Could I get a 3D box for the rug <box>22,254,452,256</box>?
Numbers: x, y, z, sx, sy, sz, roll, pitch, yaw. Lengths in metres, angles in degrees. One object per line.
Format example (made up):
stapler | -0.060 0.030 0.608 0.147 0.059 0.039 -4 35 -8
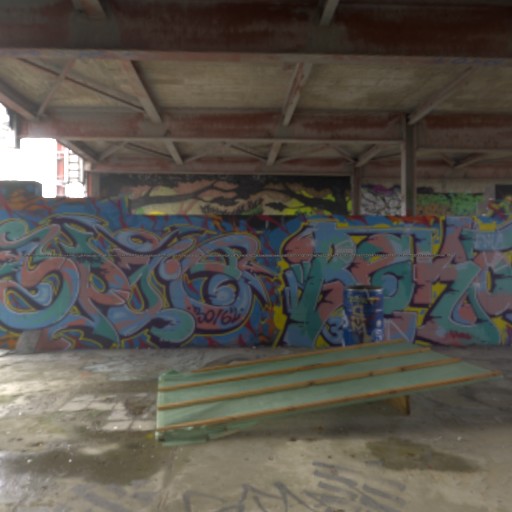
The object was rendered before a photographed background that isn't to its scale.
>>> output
rug | 0.000 0.000 4.073 3.061 0.010 2.330 0 0 17
